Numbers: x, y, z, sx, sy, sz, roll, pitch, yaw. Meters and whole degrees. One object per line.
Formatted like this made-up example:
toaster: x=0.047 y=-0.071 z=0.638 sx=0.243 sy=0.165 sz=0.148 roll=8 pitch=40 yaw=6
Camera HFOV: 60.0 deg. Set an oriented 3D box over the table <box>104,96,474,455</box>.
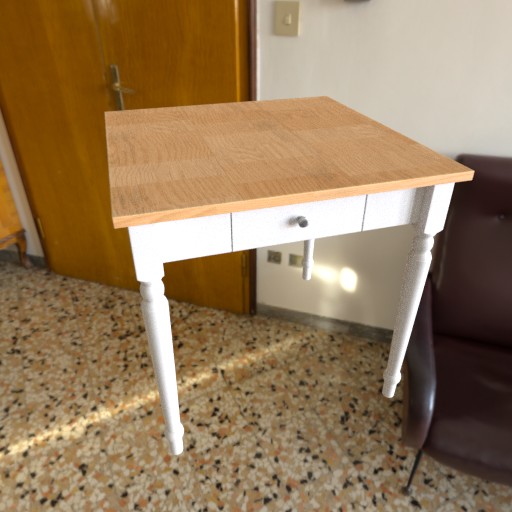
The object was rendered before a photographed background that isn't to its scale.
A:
table: x=0.000 y=0.000 z=1.350 sx=0.747 sy=0.738 sz=0.747 roll=-9 pitch=33 yaw=-14
